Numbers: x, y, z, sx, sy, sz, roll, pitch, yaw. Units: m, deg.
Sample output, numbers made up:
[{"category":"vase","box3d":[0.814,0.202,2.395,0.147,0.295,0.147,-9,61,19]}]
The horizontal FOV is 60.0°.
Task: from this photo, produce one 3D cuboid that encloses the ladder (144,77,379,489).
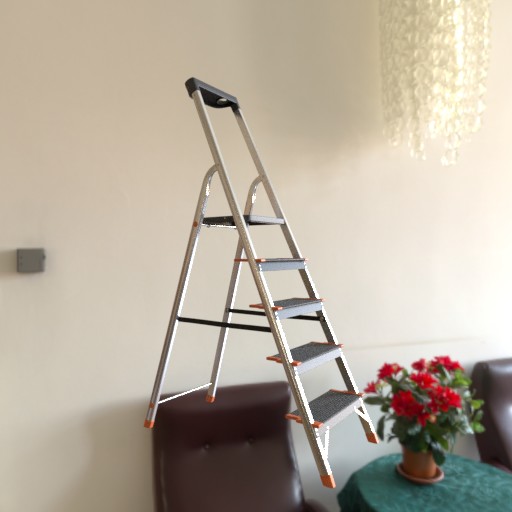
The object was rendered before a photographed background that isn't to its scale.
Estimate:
[{"category":"ladder","box3d":[0.000,0.000,2.043,0.995,1.646,0.480,0,0,35]}]
